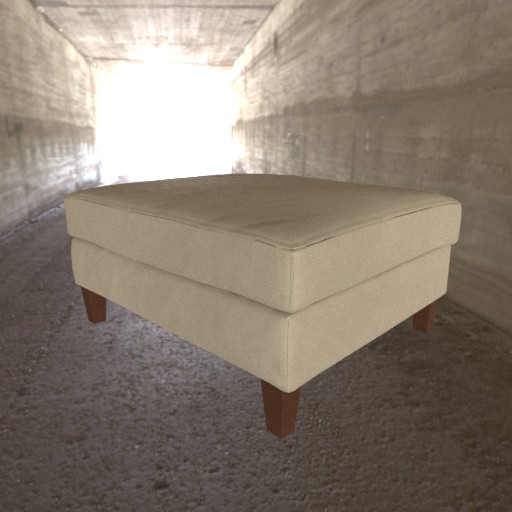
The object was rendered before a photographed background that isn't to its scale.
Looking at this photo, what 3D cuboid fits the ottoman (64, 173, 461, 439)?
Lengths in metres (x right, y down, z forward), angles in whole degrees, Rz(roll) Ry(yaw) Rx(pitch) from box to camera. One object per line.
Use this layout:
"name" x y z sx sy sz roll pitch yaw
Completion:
"ottoman" 0.000 0.000 1.454 1.002 0.492 0.836 15 21 42
